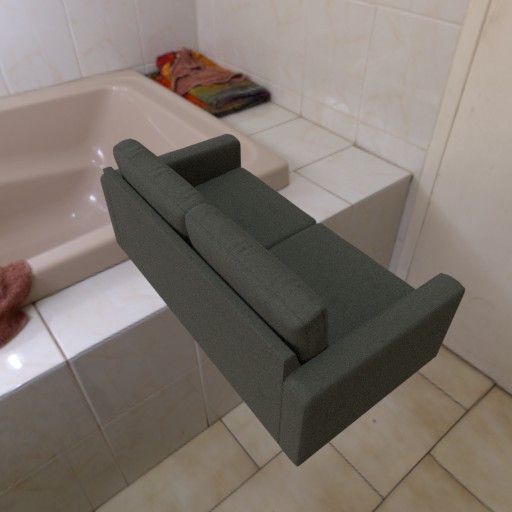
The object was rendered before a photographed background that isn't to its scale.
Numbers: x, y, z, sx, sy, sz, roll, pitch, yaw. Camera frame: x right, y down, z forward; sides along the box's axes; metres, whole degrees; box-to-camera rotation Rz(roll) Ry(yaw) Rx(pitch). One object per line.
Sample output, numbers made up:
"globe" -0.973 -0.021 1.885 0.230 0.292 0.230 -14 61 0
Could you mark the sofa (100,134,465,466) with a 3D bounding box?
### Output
"sofa" 0.000 0.000 2.264 0.889 0.897 1.730 -26 48 -27
